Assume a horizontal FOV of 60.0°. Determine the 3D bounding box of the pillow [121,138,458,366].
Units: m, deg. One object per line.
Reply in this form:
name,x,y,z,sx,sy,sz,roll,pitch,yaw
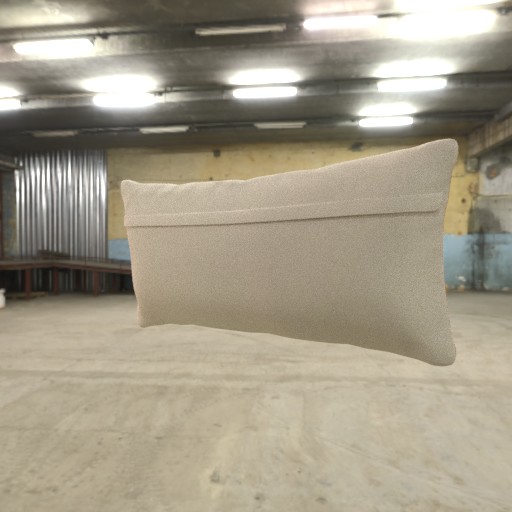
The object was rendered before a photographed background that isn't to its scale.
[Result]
pillow,0.000,0.000,0.713,0.609,0.292,0.155,0,1,35
